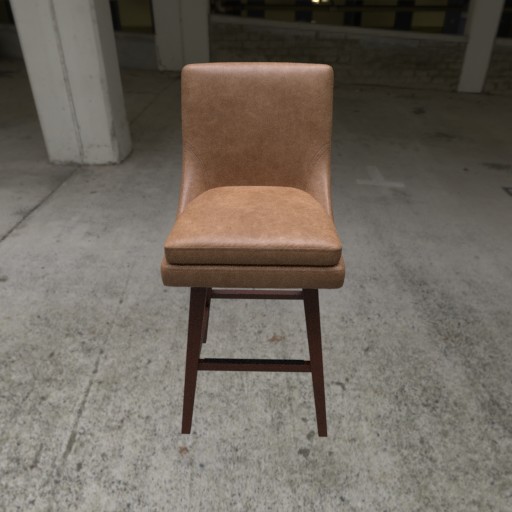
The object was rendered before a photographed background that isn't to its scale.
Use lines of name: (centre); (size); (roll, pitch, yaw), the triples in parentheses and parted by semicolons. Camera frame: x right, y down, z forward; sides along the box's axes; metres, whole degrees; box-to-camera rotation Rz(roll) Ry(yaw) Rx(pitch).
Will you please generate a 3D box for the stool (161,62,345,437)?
stool: (0.000, 0.000, 1.423); (0.487, 1.079, 0.572); (1, 31, 1)
